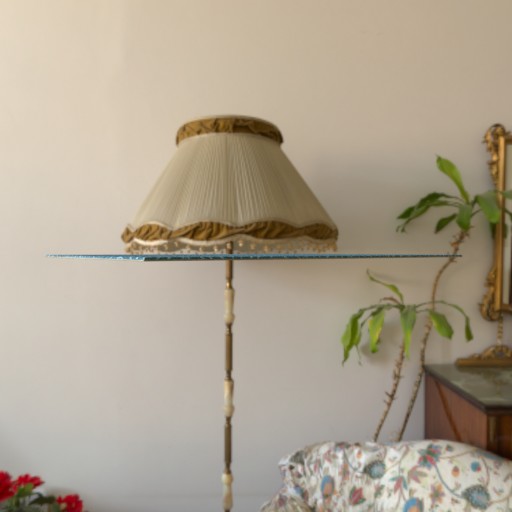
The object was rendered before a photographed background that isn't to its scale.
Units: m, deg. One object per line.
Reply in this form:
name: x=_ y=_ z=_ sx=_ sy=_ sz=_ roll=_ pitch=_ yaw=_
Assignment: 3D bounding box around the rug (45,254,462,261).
rug: x=0.000 y=0.000 z=2.801 sx=2.144 sy=0.015 sz=1.543 roll=0 pitch=1 yaw=-37
